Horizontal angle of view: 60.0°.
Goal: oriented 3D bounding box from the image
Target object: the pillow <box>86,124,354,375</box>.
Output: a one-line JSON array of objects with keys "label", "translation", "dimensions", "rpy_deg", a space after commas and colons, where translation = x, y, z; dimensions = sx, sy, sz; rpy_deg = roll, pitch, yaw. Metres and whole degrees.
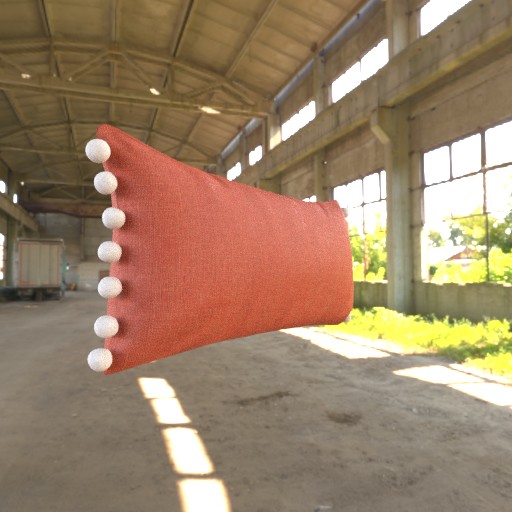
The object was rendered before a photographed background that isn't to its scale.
[{"label": "pillow", "translation": [0.000, 0.000, 0.823], "dimensions": [0.201, 0.322, 0.709], "rpy_deg": [-2, -3, 38]}]
